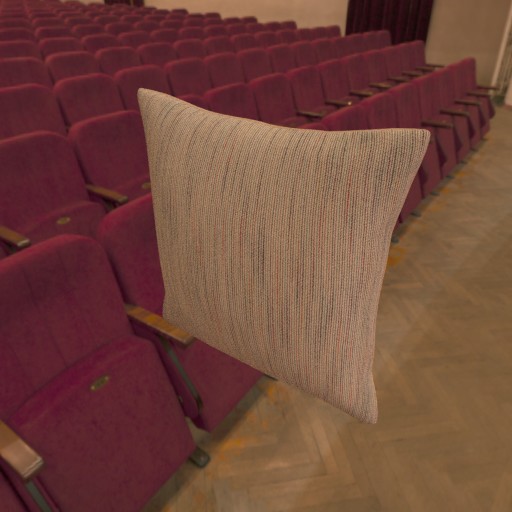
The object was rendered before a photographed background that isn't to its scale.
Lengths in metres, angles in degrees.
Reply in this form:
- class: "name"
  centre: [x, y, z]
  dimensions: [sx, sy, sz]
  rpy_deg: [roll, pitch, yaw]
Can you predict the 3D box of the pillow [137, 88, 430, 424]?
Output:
- class: "pillow"
  centre: [0.000, 0.000, 0.772]
  dimensions: [0.512, 0.506, 0.178]
  rpy_deg: [19, 35, 30]
